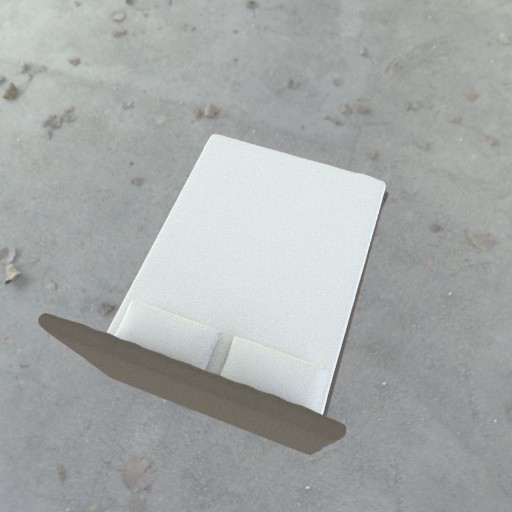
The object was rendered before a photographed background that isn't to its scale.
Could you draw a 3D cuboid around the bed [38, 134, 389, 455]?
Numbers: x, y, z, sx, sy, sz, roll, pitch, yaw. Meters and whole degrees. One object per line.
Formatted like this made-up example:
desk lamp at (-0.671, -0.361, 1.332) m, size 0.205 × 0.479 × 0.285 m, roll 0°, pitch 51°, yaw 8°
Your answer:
bed at (0.000, 0.000, 3.298) m, size 1.696 × 1.426 × 2.233 m, roll 18°, pitch 65°, yaw 9°
